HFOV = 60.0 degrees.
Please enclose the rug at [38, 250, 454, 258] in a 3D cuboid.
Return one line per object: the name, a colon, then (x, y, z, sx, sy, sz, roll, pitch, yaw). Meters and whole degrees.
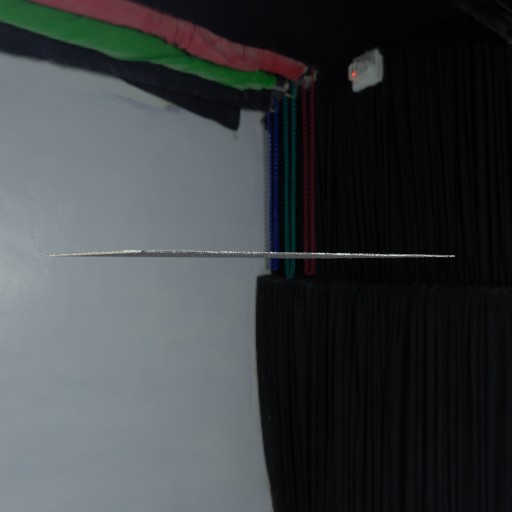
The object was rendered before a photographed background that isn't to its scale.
rug: (0.000, 0.000, 3.040, 2.440, 0.010, 1.529, 1, -1, -37)
